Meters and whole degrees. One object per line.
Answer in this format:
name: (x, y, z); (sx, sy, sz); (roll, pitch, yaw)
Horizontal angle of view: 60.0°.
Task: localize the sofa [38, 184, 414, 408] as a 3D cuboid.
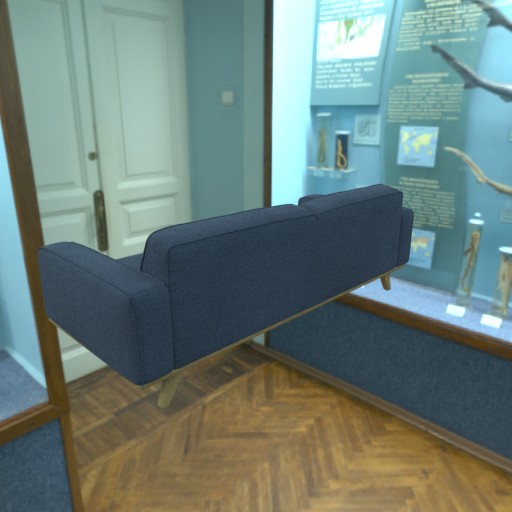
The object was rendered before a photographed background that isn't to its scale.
sofa: (0.000, 0.000, 2.752); (2.270, 0.782, 0.953); (-17, 24, -42)
